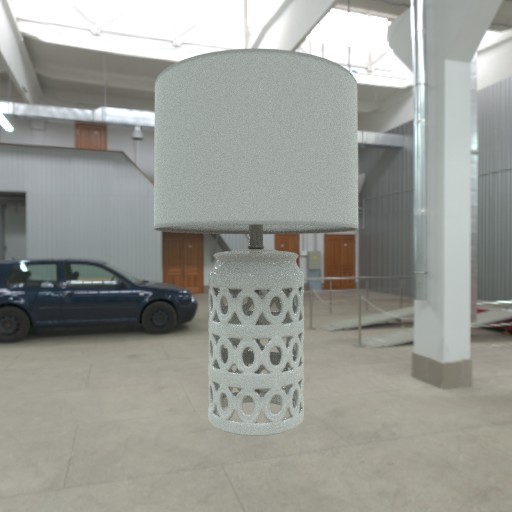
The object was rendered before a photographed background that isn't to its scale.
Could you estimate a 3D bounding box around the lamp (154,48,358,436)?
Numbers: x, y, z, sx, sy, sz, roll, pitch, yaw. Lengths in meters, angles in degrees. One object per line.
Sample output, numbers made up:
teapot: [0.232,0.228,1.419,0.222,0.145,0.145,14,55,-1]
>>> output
lamp: [0.000,0.000,0.688,0.310,0.502,0.310,0,1,0]
